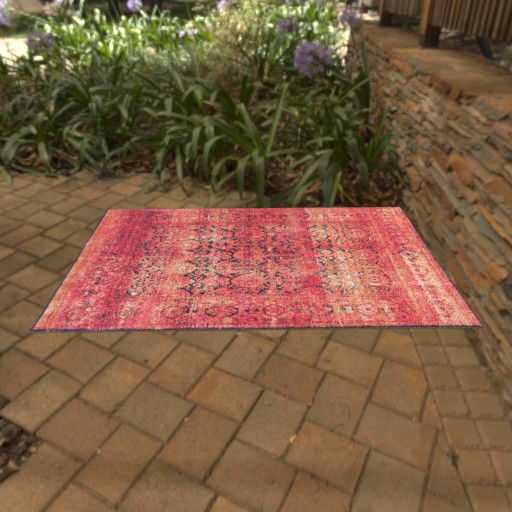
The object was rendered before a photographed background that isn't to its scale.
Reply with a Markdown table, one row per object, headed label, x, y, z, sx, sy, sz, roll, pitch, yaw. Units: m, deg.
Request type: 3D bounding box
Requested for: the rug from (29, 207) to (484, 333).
| label | x | y | z | sx | sy | sz | roll | pitch | yaw |
| --- | --- | --- | --- | --- | --- | --- | --- | --- | --- |
| rug | 0.000 | 0.000 | 3.026 | 2.449 | 0.018 | 1.539 | -1 | 31 | -1 |
